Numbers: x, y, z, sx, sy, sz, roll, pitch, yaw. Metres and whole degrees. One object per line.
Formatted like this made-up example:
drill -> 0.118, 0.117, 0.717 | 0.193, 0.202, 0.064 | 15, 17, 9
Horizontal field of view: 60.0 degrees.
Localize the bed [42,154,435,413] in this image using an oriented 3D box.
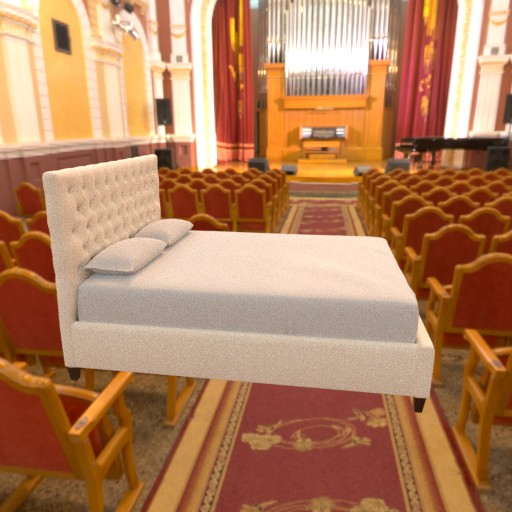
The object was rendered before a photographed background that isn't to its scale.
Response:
bed -> 0.000, 0.000, 3.461 | 2.387, 1.427, 1.698 | 3, 17, 9
